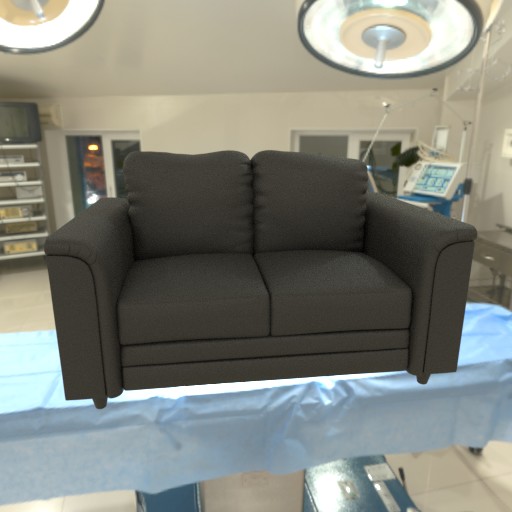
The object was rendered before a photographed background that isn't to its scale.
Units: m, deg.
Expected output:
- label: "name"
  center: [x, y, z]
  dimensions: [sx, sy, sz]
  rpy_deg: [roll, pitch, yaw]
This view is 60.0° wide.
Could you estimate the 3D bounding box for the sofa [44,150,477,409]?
- label: "sofa"
  center: [0.000, 0.000, 1.859]
  dimensions: [1.386, 0.845, 0.887]
  rpy_deg: [-2, 16, -7]
